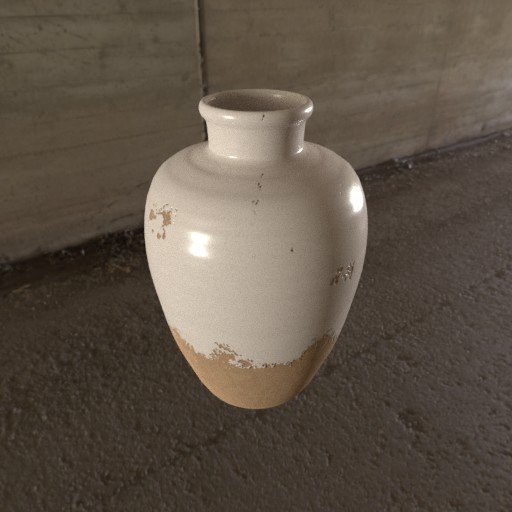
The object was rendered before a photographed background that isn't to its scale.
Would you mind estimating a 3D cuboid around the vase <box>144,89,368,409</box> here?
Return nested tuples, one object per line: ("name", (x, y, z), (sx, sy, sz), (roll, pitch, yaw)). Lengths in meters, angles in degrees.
("vase", (0.000, 0.000, 0.335), (0.158, 0.228, 0.158), (0, 31, 0))
